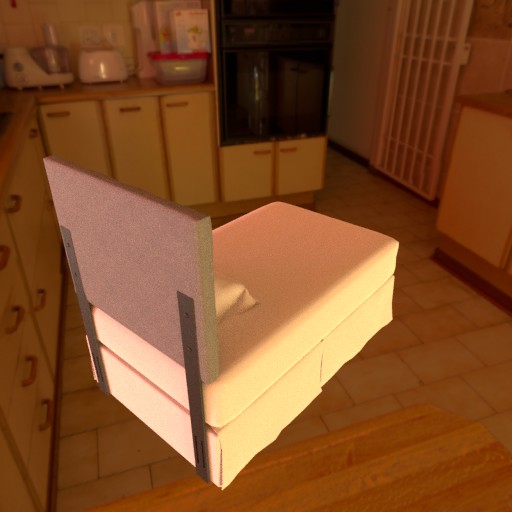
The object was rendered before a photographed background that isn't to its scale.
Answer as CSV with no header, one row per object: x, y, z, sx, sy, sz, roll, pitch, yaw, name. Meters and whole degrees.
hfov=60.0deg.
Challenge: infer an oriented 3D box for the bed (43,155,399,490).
0.000,0.000,2.921,1.261,1.571,1.997,23,37,34,bed
